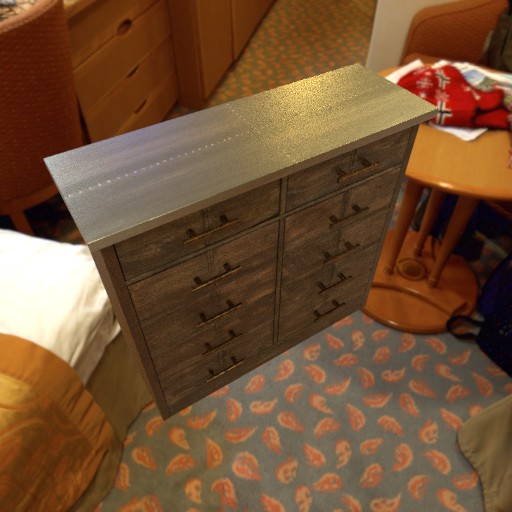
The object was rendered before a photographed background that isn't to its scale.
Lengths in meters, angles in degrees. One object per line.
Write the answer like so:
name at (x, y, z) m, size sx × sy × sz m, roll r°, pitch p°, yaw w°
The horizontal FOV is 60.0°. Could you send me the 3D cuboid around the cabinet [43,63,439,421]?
cabinet at (0.000, 0.000, 1.455) m, size 0.968 × 0.919 × 0.338 m, roll -25°, pitch 52°, yaw -21°
